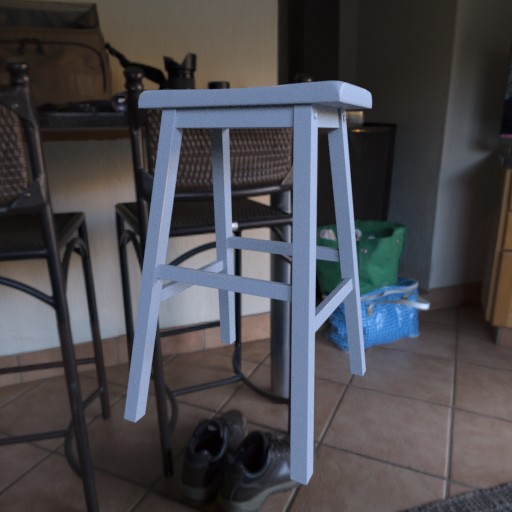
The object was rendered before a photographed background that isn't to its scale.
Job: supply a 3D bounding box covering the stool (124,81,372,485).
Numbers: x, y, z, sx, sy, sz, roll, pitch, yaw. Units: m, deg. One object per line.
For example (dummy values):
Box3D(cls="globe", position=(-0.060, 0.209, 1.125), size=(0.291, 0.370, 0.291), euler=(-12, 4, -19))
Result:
Box3D(cls="stool", position=(0.000, 0.000, 1.052), size=(0.457, 0.737, 0.476), euler=(8, 17, 26))
